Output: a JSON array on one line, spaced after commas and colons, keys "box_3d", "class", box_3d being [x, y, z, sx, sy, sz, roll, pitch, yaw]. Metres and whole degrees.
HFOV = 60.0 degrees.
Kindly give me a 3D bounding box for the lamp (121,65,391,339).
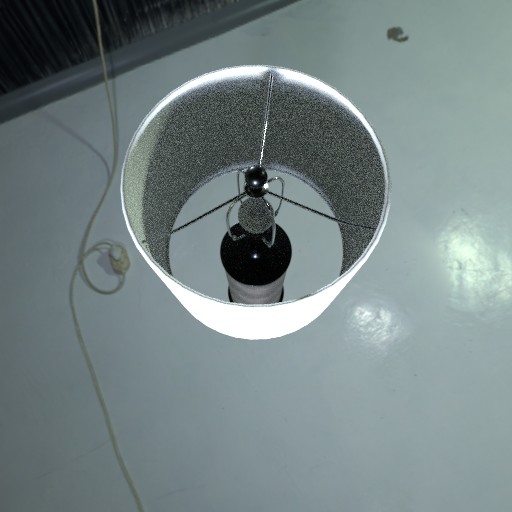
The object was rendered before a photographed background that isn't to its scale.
[{"box_3d": [0.000, 0.000, 0.791, 0.305, 0.634, 0.305, -31, 76, -9], "class": "lamp"}]
